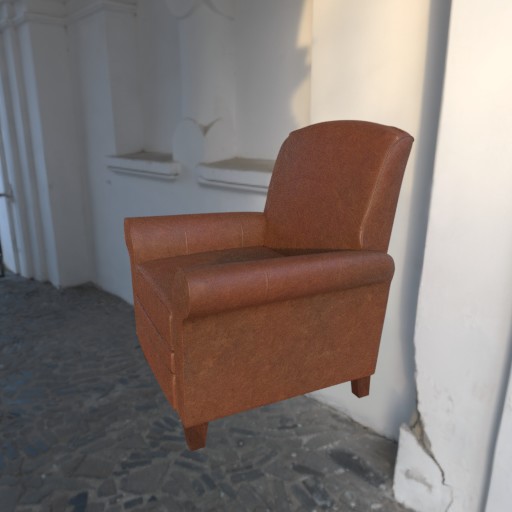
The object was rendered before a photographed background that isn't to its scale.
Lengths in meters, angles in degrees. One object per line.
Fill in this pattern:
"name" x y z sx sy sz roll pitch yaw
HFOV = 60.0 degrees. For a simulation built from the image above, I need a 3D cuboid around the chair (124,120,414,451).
"chair" 0.000 0.000 1.797 0.902 1.061 0.978 -8 18 -25
